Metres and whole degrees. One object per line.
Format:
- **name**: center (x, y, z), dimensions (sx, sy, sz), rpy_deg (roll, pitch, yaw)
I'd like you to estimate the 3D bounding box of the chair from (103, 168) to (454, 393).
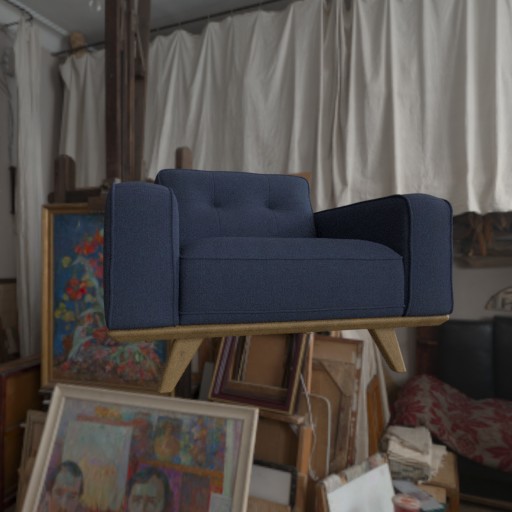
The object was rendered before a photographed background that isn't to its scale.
- **chair**: center (0.000, 0.000, 1.752), dimensions (1.118, 0.783, 0.953), rpy_deg (0, 0, -17)
